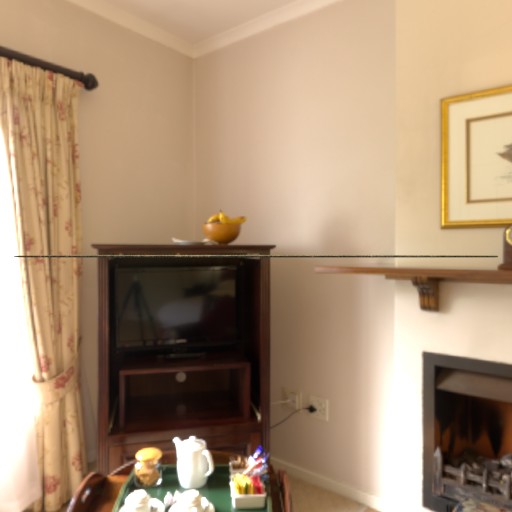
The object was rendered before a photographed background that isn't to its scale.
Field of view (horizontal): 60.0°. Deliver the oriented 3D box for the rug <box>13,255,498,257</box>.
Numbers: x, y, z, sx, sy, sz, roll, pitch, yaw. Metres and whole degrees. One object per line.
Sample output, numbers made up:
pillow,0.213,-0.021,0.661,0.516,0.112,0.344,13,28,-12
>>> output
rug,0.000,0.000,2.171,1.795,0.008,1.102,0,0,0
